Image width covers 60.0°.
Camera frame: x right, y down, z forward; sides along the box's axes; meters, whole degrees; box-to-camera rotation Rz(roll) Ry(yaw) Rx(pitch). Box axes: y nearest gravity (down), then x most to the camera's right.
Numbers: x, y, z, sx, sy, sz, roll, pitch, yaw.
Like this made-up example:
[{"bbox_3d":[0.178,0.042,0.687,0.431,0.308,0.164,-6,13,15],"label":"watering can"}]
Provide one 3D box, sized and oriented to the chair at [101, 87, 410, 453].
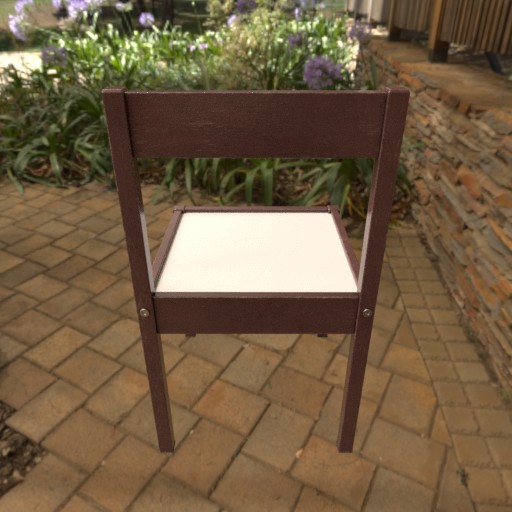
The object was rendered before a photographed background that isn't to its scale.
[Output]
[{"bbox_3d":[0.000,0.000,0.651,0.285,0.505,0.285,0,29,0],"label":"chair"}]
